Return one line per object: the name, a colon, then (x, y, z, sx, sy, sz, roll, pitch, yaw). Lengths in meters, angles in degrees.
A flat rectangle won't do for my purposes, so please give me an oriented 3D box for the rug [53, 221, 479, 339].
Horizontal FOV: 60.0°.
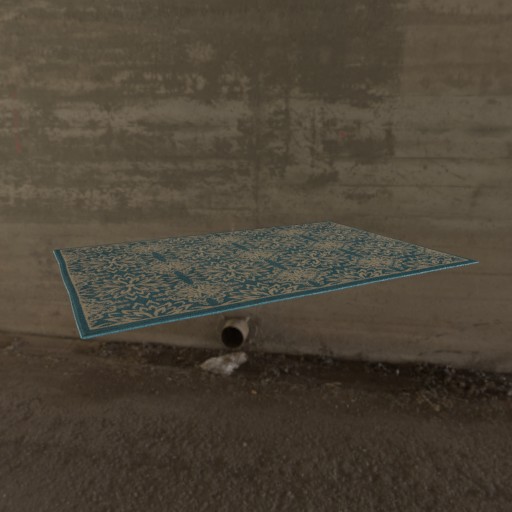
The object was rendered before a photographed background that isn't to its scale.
rug: (0.000, 0.000, 2.278, 1.833, 0.012, 1.211, -8, 17, -27)
